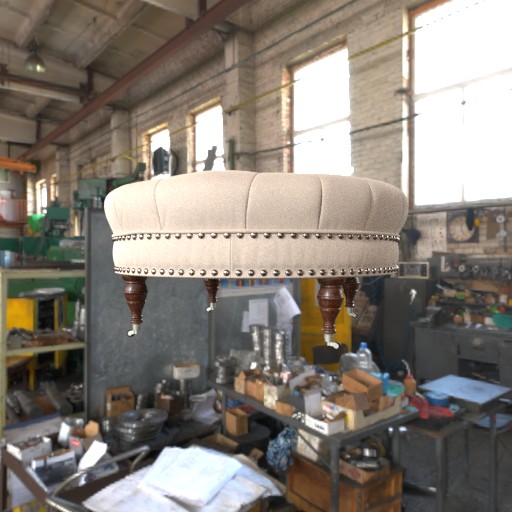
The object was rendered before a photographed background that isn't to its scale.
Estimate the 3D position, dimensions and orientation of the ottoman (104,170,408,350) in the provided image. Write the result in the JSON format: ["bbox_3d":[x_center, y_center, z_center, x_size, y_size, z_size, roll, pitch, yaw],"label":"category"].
[{"bbox_3d":[0.000,0.000,1.386,0.901,0.439,0.901,0,0,0],"label":"ottoman"}]
